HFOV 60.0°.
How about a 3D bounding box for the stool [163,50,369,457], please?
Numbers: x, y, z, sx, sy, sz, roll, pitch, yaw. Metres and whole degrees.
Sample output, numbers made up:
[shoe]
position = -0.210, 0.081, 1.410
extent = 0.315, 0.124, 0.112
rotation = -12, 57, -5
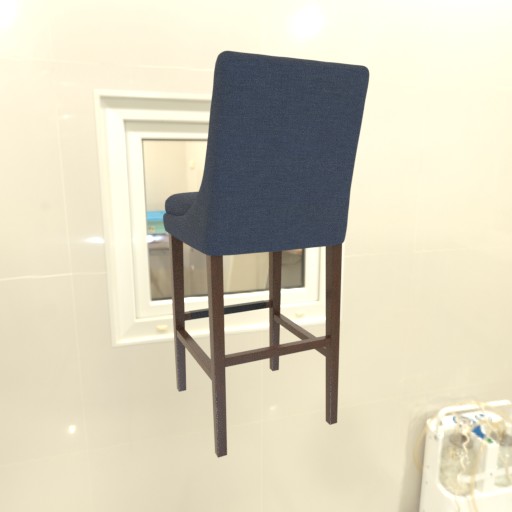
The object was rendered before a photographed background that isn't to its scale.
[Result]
[stool]
position = 0.000, 0.000, 1.409
extent = 0.470, 1.078, 0.577
rotation = -6, 13, -24
